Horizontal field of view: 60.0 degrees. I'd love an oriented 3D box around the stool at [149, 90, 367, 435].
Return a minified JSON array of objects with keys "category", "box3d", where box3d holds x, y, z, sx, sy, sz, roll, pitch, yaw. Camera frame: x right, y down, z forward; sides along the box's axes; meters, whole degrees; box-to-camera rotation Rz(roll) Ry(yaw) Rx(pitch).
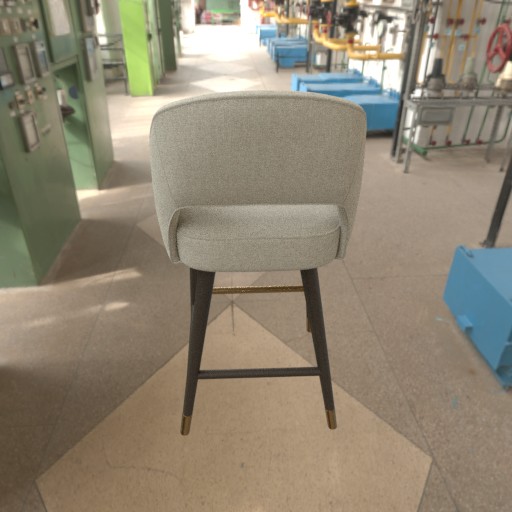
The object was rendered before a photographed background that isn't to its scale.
[{"category":"stool","box3d":[0.000,0.000,1.207,0.494,0.940,0.509,-1,30,-2]}]
